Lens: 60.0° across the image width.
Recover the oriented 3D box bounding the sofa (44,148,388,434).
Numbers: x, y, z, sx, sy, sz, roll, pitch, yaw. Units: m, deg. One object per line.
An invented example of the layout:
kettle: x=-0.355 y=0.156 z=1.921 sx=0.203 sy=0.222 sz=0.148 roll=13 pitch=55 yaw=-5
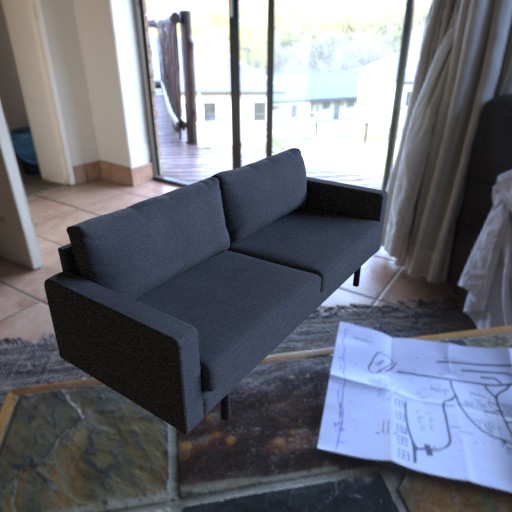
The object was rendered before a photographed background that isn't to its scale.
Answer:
sofa: x=0.000 y=0.000 z=2.602 sx=0.880 sy=0.880 sz=2.100 roll=17 pitch=31 yaw=31
